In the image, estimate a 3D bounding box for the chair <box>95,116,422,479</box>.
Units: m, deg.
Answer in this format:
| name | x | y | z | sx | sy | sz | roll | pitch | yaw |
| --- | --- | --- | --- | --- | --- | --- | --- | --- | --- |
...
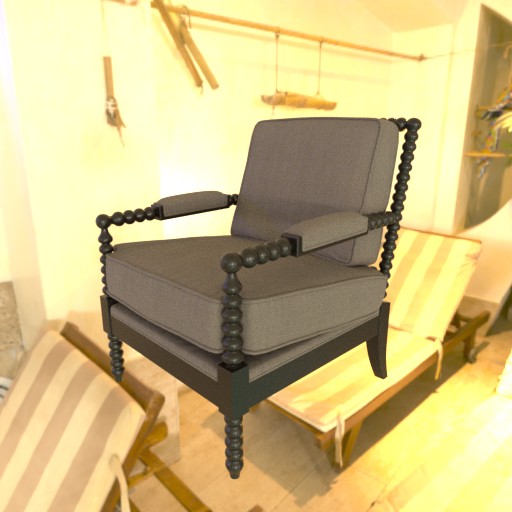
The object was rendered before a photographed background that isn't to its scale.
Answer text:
| name | x | y | z | sx | sy | sz | roll | pitch | yaw |
| --- | --- | --- | --- | --- | --- | --- | --- | --- | --- |
| chair | 0.000 | 0.000 | 1.093 | 0.622 | 0.661 | 0.540 | -15 | 22 | -42 |
